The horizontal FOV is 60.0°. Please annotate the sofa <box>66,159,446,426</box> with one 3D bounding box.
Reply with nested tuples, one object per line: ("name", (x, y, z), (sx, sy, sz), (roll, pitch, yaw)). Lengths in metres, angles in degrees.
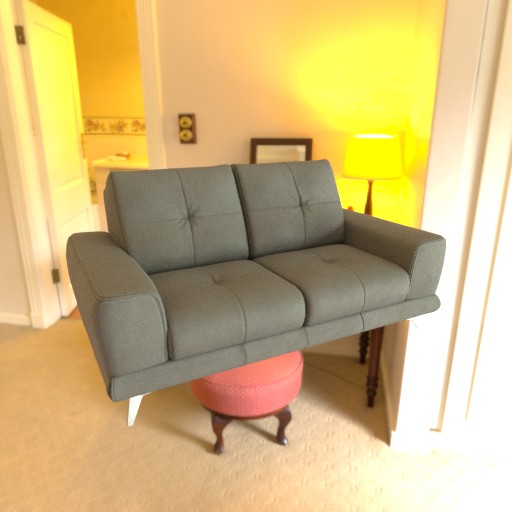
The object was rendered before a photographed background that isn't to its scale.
("sofa", (0.000, 0.000, 2.356), (1.806, 0.907, 1.018), (-9, 20, -26))
